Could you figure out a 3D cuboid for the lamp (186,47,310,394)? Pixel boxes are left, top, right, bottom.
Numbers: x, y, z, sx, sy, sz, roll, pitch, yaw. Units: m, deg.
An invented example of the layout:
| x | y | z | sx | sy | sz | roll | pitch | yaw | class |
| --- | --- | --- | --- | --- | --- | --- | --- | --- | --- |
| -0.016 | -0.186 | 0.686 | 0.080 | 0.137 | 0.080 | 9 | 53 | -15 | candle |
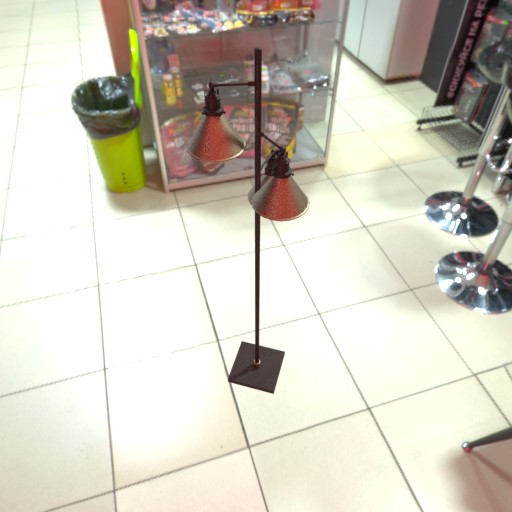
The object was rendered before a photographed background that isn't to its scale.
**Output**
| x | y | z | sx | sy | sz | roll | pitch | yaw | class |
| --- | --- | --- | --- | --- | --- | --- | --- | --- | --- |
| 0.000 | 0.000 | 1.873 | 0.428 | 1.716 | 0.415 | 11 | 46 | 11 | lamp |
